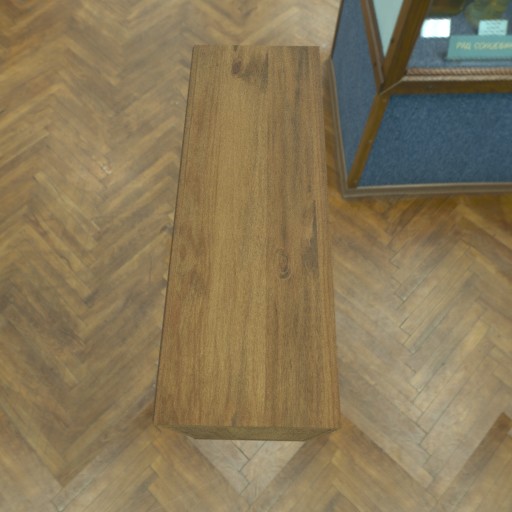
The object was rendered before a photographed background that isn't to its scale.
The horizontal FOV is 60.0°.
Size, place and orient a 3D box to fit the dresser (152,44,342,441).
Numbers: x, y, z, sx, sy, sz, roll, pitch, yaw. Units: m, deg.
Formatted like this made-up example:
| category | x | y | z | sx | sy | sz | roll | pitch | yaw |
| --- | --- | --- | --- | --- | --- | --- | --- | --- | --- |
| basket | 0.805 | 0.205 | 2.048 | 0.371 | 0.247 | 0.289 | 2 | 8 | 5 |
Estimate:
| category | x | y | z | sx | sy | sz | roll | pitch | yaw |
| --- | --- | --- | --- | --- | --- | --- | --- | --- | --- |
| dresser | 0.000 | 0.000 | 1.674 | 0.479 | 0.825 | 1.261 | 1 | 65 | 0 |
